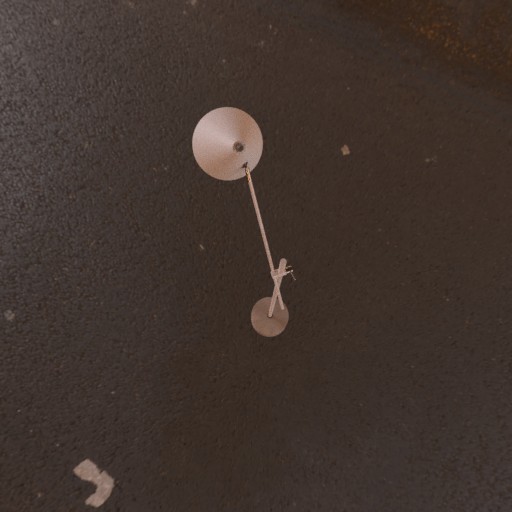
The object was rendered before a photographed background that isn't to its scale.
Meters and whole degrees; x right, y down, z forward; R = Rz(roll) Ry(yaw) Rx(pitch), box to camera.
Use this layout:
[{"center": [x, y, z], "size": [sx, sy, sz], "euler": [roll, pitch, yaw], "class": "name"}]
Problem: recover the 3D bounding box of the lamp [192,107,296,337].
[{"center": [0.000, 0.000, 1.635], "size": [0.223, 1.430, 0.508], "euler": [-18, 76, -5], "class": "lamp"}]
